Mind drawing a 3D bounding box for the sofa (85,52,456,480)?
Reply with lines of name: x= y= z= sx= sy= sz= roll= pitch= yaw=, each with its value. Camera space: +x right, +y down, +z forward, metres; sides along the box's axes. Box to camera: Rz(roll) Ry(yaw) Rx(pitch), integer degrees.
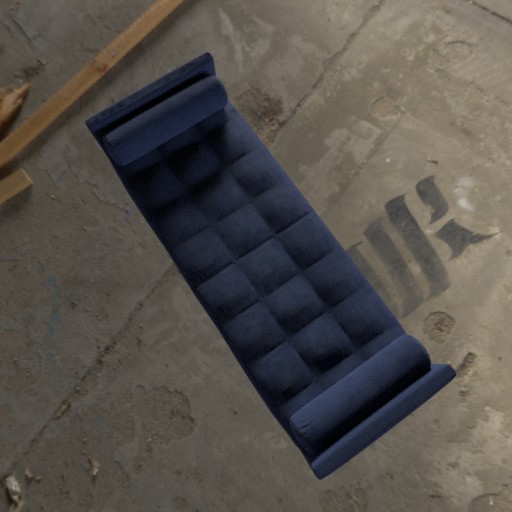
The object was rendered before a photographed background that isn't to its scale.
sofa: x=0.000 y=0.000 z=2.451 sx=0.797 sy=0.657 sz=2.102 roll=-33 pitch=78 yaw=-8
